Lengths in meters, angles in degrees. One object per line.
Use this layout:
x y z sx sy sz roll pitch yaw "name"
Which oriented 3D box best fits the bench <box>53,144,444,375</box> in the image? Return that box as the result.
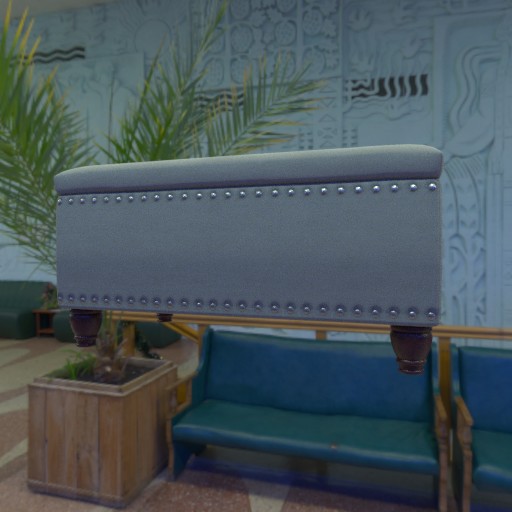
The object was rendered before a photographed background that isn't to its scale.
0.000 0.000 1.182 0.887 0.449 0.500 0 1 18 "bench"
